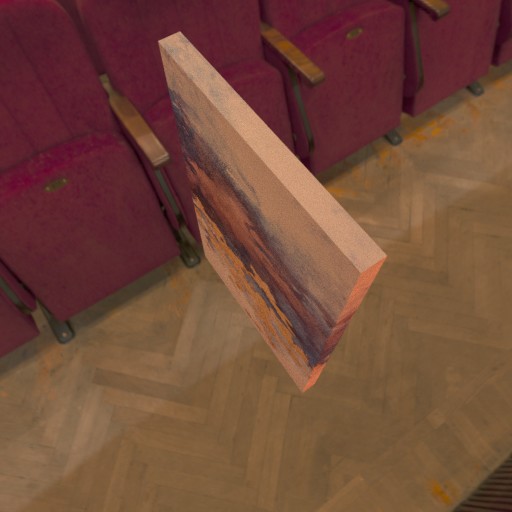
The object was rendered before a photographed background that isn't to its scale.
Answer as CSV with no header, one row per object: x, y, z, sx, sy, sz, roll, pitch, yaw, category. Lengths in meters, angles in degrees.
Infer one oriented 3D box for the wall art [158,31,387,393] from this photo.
0.000,0.000,1.113,0.048,0.874,0.583,-31,67,-15,wall art
